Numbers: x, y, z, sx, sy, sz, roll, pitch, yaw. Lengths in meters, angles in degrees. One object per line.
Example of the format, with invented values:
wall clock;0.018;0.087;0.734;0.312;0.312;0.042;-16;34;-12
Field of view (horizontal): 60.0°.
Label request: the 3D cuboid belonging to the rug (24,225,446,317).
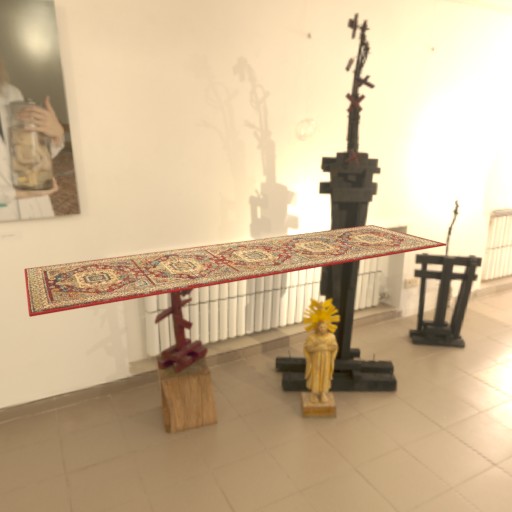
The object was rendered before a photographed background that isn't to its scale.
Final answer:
rug;0.000;0.000;2.471;2.292;0.015;0.659;-8;18;-27
